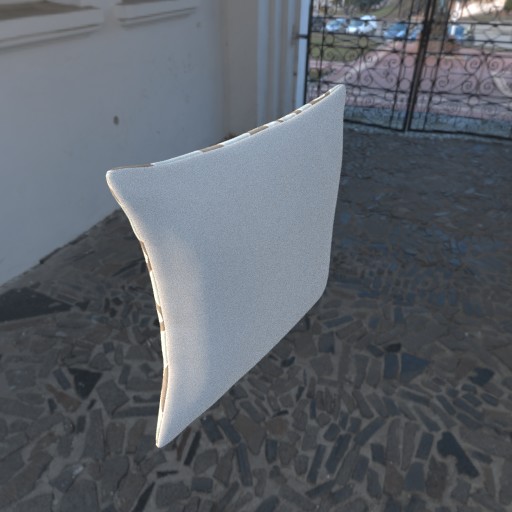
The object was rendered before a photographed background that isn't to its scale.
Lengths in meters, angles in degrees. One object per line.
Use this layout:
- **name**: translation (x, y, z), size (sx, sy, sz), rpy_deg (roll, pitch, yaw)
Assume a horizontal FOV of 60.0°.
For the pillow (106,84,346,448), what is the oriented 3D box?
- **pillow**: translation (0.000, 0.000, 0.805), size (0.166, 0.508, 0.552), rpy_deg (22, 39, 30)
